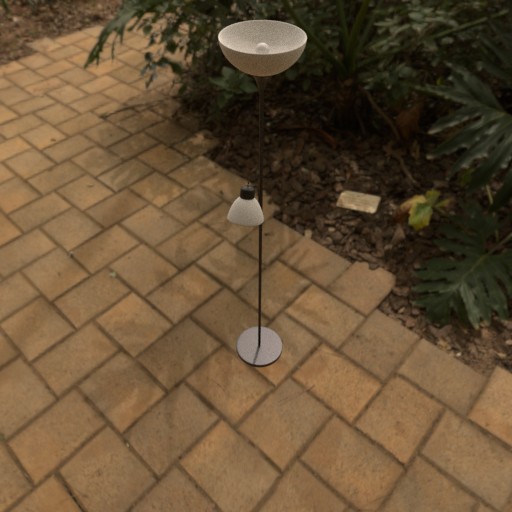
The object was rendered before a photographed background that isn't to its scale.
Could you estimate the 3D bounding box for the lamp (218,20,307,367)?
[{"bbox_3d":[0.000,0.000,1.965,0.279,1.804,0.442,10,48,9],"label":"lamp"}]
